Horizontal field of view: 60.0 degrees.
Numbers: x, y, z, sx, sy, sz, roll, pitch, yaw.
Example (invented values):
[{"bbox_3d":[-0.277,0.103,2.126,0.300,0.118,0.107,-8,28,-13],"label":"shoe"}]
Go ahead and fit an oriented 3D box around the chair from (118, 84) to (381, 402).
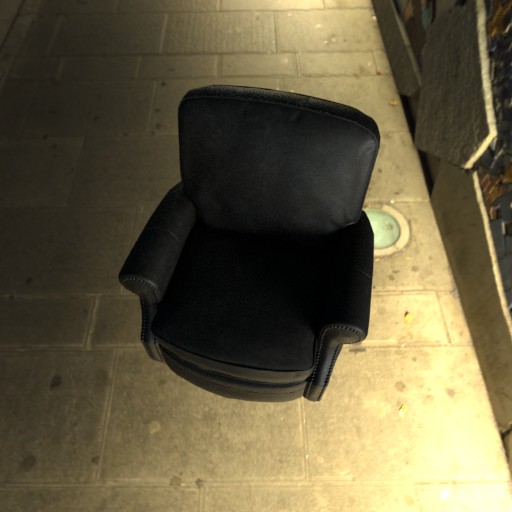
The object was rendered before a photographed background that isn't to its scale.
[{"bbox_3d":[0.000,0.000,1.796,0.936,1.018,0.986,12,59,7],"label":"chair"}]
